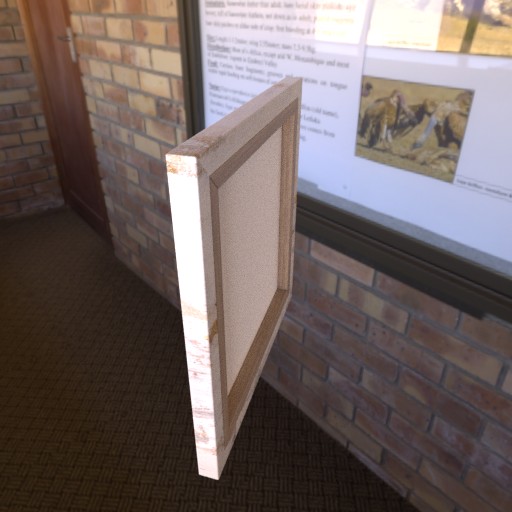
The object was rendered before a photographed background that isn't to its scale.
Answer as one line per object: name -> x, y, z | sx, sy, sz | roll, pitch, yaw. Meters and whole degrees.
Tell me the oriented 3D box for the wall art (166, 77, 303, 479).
wall art -> 0.000, 0.000, 0.923 | 0.040, 0.613, 0.611 | 9, 31, 14
